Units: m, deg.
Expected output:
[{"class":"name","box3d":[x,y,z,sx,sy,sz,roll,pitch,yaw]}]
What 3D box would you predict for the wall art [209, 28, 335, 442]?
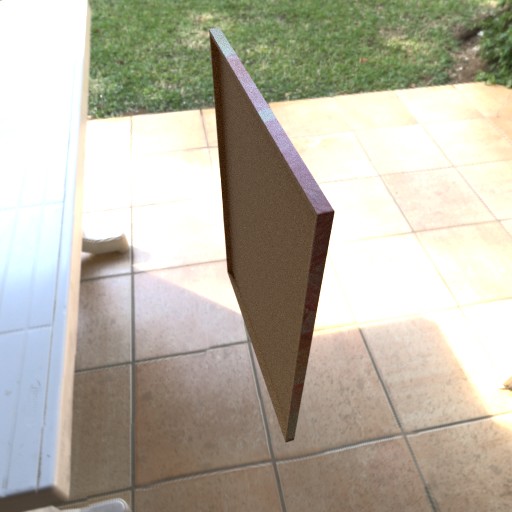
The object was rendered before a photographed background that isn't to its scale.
[{"class":"wall art","box3d":[0.000,0.000,1.321,0.031,1.015,0.762,-13,49,-11]}]
